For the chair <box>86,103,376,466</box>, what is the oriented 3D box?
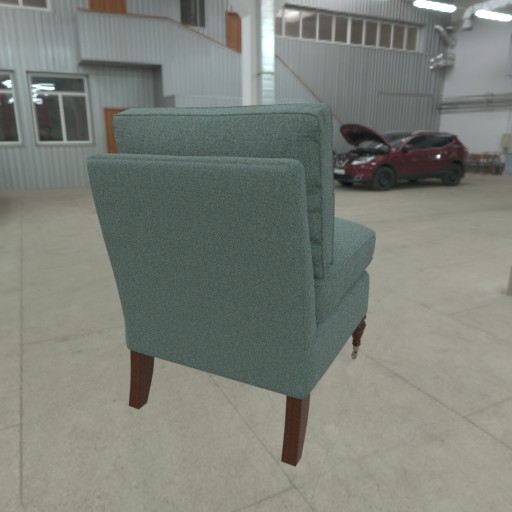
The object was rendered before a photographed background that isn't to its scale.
[{"bbox_3d":[0.000,0.000,1.430,0.624,0.901,0.796,8,18,27],"label":"chair"}]
